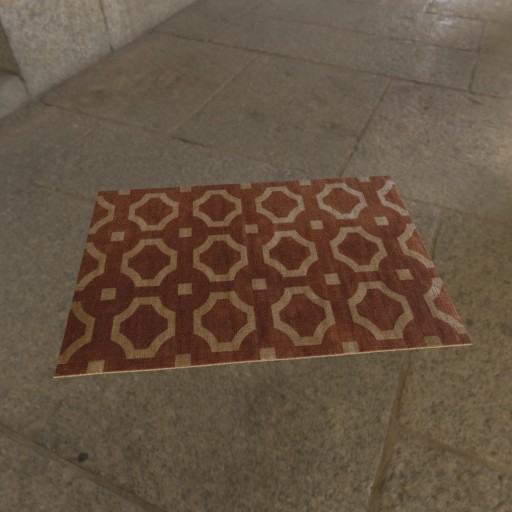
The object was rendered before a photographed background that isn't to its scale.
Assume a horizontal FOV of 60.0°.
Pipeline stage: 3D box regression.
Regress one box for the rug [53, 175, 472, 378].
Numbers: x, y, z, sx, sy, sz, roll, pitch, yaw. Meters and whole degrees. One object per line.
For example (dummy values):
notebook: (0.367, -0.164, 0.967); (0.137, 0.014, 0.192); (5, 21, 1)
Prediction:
rug: (0.000, 0.000, 2.930); (2.286, 0.016, 1.555); (-4, 47, -3)
